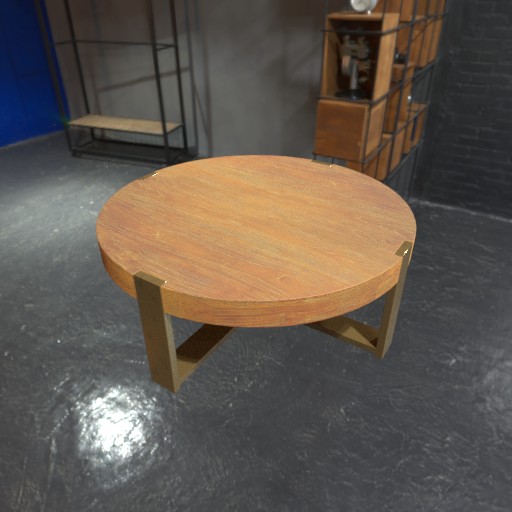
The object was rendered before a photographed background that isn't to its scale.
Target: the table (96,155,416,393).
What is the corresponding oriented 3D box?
[{"bbox_3d":[0.000,0.000,1.708,1.100,0.420,1.100,0,32,0],"label":"table"}]
